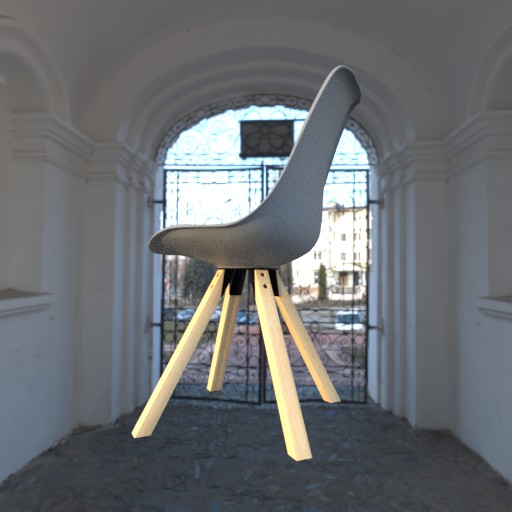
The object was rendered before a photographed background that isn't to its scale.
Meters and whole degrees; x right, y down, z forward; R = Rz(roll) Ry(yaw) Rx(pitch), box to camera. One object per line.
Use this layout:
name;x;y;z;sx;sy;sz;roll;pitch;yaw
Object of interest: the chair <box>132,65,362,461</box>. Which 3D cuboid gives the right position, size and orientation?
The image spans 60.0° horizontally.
chair;0.000;0.000;1.175;0.549;0.850;0.485;-1;-2;19
